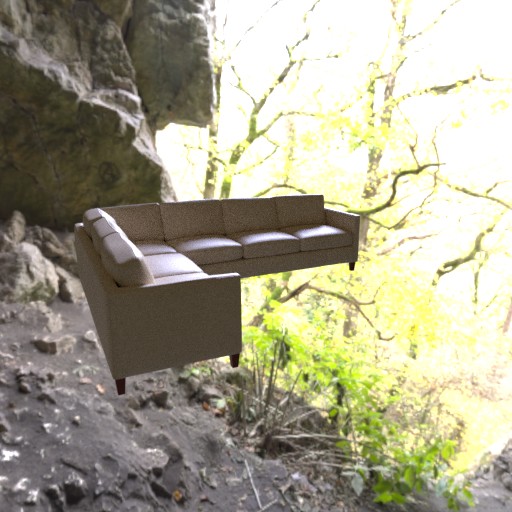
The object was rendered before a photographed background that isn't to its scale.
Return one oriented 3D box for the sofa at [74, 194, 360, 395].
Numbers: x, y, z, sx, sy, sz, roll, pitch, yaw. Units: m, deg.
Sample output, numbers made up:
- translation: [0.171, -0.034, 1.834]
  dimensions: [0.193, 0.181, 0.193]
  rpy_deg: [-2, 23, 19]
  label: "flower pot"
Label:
- translation: [0.000, 0.000, 4.574]
  dimensions: [3.302, 0.947, 2.593]
  rpy_deg: [-7, 17, -25]
  label: "sofa"
